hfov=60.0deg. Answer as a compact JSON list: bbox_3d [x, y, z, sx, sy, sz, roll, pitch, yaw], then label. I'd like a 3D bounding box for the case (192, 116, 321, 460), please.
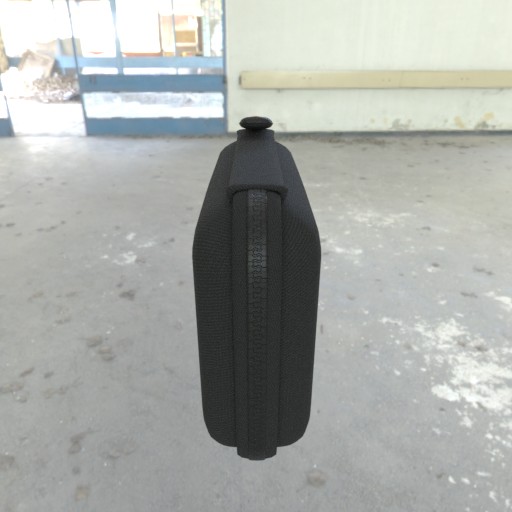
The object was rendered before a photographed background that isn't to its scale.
[{"bbox_3d":[0.000,0.000,0.182,0.038,0.105,0.132,0,25,0],"label":"case"}]
